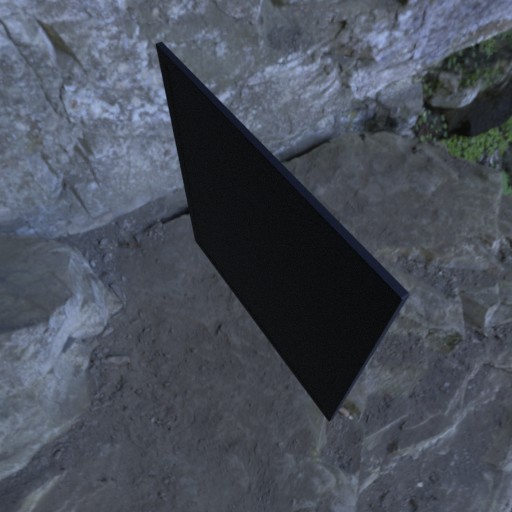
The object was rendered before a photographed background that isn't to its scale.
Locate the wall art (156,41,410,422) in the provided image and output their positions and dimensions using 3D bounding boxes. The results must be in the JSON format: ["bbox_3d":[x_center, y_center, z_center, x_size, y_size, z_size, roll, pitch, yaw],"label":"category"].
[{"bbox_3d":[0.000,0.000,0.826,0.012,0.558,0.562,-30,62,-18],"label":"wall art"}]
